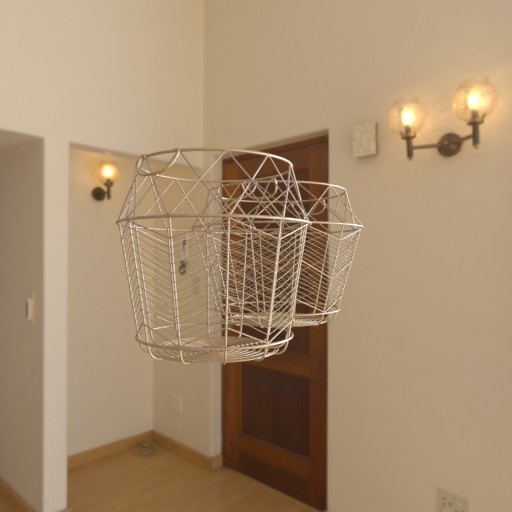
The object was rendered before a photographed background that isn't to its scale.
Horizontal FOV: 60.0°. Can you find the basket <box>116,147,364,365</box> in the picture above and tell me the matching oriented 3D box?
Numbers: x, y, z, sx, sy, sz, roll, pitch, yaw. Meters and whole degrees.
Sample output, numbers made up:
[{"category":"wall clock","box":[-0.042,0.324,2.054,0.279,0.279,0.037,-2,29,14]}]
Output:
[{"category":"basket","box":[0.000,0.000,1.016,0.451,0.343,0.805,0,-1,18]}]
